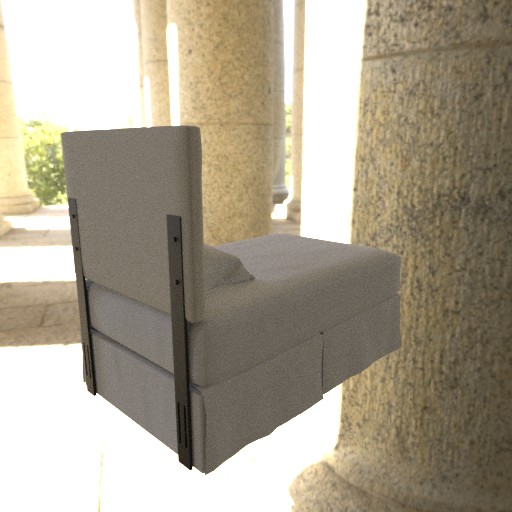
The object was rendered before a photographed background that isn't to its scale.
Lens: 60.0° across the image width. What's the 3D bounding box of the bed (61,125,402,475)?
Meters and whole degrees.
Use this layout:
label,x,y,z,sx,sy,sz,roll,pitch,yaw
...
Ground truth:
label,x,y,z,sx,sy,sz,roll,pitch,yaw
bed,0.000,0.000,2.945,1.261,1.571,1.997,13,19,42
